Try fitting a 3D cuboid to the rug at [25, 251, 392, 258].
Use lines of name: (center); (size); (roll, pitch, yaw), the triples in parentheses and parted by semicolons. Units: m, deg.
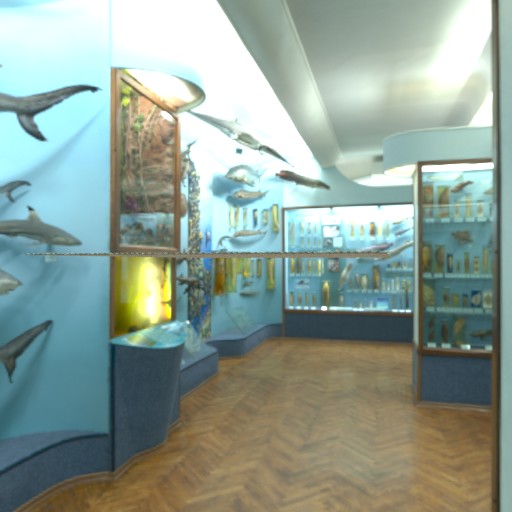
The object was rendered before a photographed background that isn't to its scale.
rug: (0.000, 0.000, 4.126); (2.444, 0.013, 3.043); (0, -1, 18)
